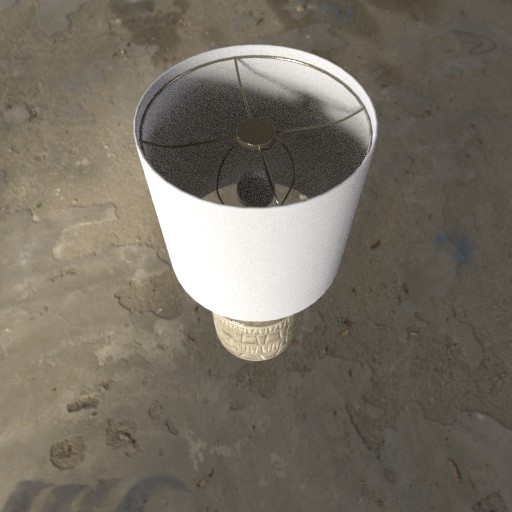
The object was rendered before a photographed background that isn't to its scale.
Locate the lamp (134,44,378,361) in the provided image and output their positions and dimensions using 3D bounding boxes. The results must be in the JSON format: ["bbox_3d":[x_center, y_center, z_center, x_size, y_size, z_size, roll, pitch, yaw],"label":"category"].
[{"bbox_3d":[0.000,0.000,0.576,0.211,0.455,0.211,1,57,1],"label":"lamp"}]
